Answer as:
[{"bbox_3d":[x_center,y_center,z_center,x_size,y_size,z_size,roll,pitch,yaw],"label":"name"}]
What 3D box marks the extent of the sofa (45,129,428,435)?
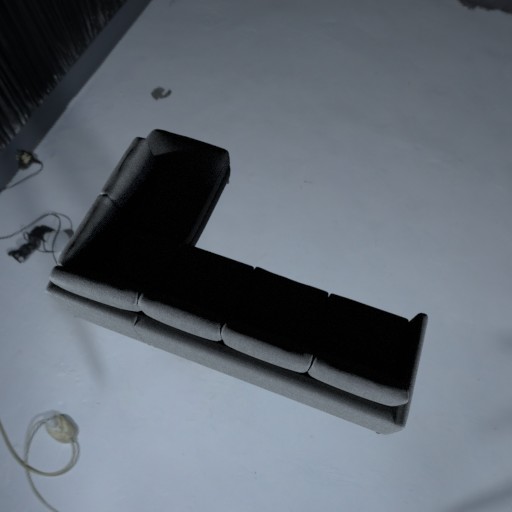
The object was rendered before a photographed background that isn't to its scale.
[{"bbox_3d":[0.000,0.000,3.878,2.972,0.858,1.984,18,65,9],"label":"sofa"}]
